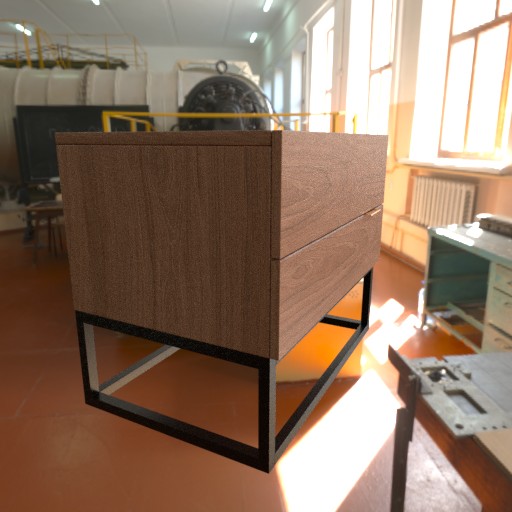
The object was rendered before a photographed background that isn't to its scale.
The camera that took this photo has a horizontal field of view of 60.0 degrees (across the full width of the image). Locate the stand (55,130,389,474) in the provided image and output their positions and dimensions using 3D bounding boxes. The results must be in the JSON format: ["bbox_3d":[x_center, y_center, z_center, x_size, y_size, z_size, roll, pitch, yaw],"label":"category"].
[{"bbox_3d":[0.000,0.000,0.941,0.420,0.500,0.600,8,17,27],"label":"stand"}]
